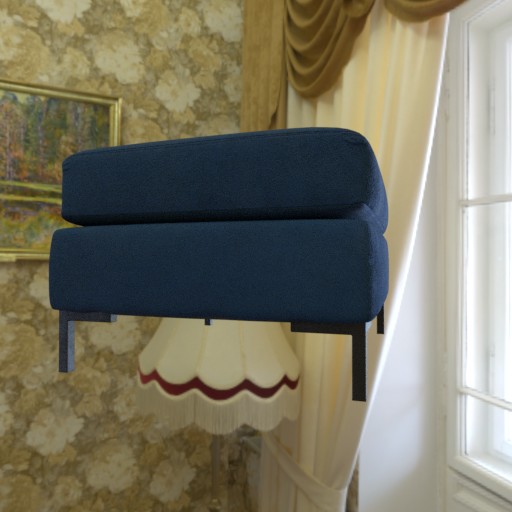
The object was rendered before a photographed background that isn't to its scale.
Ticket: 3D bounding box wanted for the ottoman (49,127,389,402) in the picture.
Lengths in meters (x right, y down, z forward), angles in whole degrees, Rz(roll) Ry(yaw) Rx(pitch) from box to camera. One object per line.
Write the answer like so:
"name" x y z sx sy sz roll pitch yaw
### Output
"ottoman" 0.000 0.000 1.162 0.655 0.485 0.794 0 -1 18
